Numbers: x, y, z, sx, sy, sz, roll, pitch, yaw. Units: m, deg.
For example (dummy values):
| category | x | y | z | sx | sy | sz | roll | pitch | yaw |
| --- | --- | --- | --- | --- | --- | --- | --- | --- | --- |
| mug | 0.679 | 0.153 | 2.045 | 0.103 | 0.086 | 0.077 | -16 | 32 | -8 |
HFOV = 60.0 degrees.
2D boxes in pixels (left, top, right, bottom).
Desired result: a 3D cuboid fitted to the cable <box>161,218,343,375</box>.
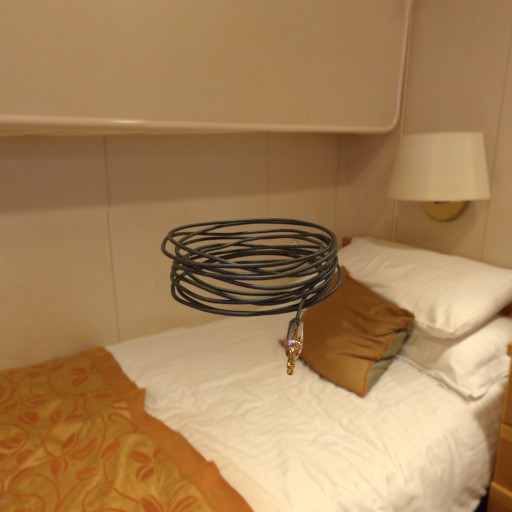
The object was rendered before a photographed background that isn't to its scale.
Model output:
| category | x | y | z | sx | sy | sz | roll | pitch | yaw |
| --- | --- | --- | --- | --- | --- | --- | --- | --- | --- |
| cable | 0.000 | 0.000 | 0.515 | 0.198 | 0.069 | 0.432 | 2 | 15 | 8 |
